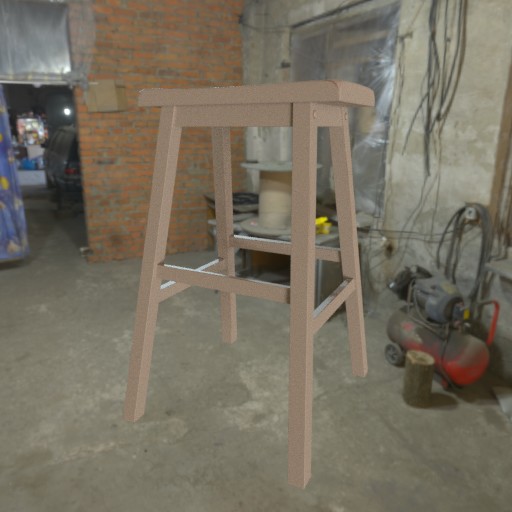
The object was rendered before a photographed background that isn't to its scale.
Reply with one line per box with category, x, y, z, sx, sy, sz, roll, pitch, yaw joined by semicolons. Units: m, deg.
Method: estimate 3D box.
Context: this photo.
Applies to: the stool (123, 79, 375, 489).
stool;0.000;0.000;1.040;0.457;0.737;0.476;8;18;27
